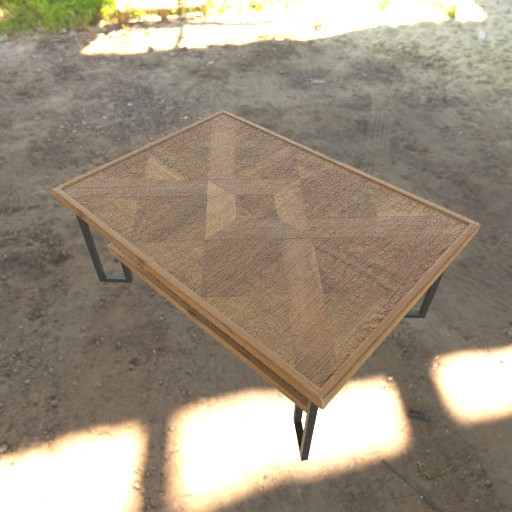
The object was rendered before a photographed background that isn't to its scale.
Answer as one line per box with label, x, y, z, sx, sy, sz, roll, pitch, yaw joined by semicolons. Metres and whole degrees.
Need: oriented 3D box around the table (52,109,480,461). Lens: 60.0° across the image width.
table;0.000;0.000;1.722;1.238;0.492;0.877;33;53;29
